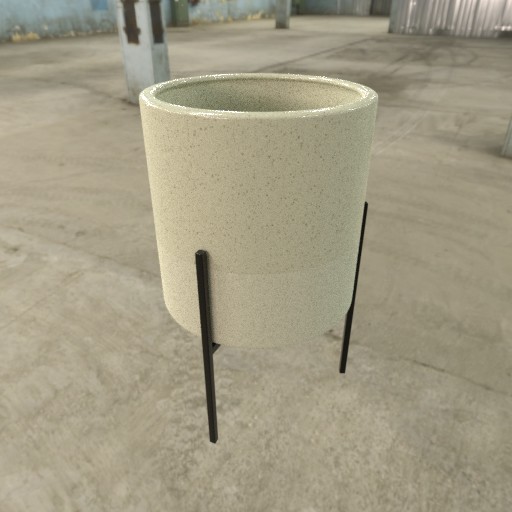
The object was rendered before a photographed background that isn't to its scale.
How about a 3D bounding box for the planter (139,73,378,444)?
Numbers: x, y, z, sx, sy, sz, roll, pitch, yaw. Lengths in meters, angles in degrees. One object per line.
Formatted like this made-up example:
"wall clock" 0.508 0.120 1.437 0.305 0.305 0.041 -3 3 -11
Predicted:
"planter" 0.000 0.000 0.544 0.234 0.390 0.243 -18 35 -28
